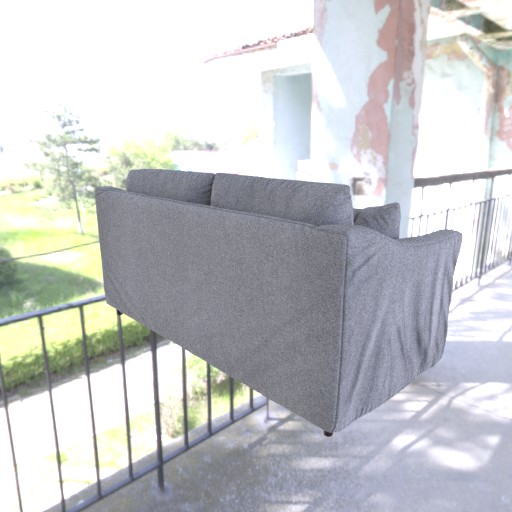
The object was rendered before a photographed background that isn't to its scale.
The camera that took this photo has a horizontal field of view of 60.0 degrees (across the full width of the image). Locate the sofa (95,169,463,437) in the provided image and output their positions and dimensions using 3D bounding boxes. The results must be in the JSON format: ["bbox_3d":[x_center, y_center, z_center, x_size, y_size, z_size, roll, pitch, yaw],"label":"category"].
[{"bbox_3d":[0.000,0.000,2.654,1.072,1.018,2.010,-14,20,-42],"label":"sofa"}]
